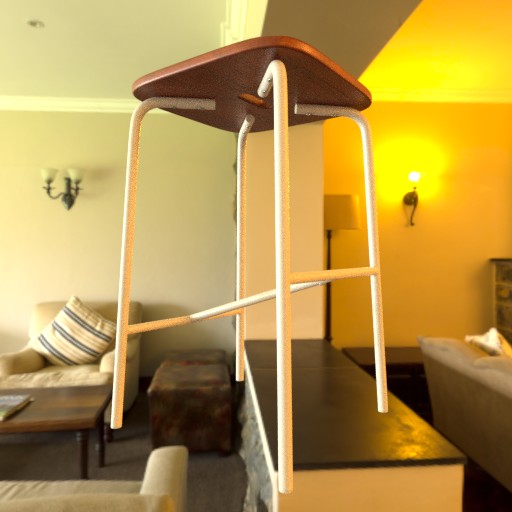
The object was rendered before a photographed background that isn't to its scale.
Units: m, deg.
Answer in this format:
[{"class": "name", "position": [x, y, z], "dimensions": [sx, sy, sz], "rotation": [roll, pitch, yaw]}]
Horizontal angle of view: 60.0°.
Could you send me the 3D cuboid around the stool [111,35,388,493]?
[{"class": "stool", "position": [0.000, 0.000, 0.829], "dimensions": [0.376, 0.610, 0.376], "rotation": [0, 1, 36]}]
